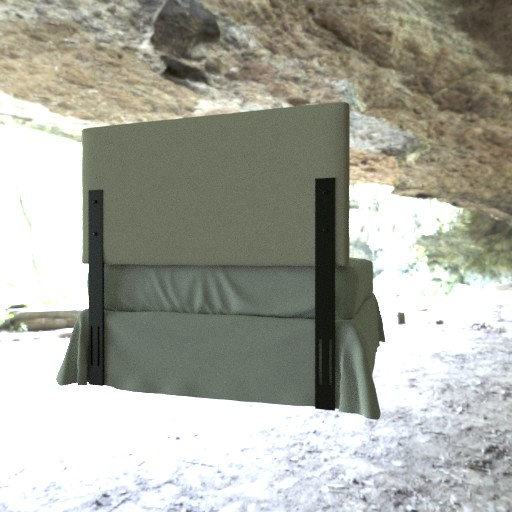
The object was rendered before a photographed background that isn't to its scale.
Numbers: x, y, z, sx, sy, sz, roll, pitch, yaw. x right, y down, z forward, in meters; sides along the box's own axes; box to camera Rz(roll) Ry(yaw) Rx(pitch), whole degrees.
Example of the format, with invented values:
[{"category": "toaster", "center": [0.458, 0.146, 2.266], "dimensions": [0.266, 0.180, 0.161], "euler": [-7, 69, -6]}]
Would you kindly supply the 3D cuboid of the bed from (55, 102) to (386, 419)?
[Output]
[{"category": "bed", "center": [0.000, 0.000, 3.453], "dimensions": [1.936, 1.577, 2.222], "euler": [0, 0, 18]}]
